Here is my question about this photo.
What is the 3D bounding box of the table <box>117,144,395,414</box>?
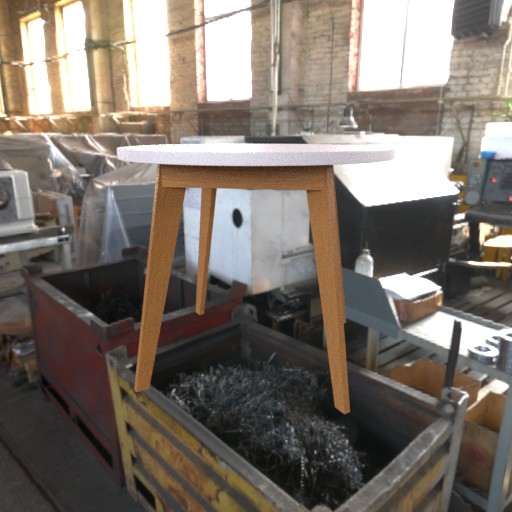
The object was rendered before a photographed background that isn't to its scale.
[{"bbox_3d":[0.000,0.000,1.590,0.896,0.762,0.896,0,15,0],"label":"table"}]
